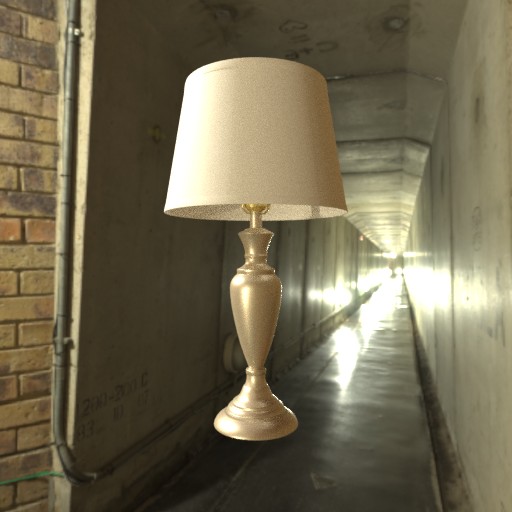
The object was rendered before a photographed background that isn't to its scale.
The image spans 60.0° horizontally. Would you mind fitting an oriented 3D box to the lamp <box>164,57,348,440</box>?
[{"bbox_3d":[0.000,0.000,0.809,0.328,0.612,0.328,0,0,0],"label":"lamp"}]
